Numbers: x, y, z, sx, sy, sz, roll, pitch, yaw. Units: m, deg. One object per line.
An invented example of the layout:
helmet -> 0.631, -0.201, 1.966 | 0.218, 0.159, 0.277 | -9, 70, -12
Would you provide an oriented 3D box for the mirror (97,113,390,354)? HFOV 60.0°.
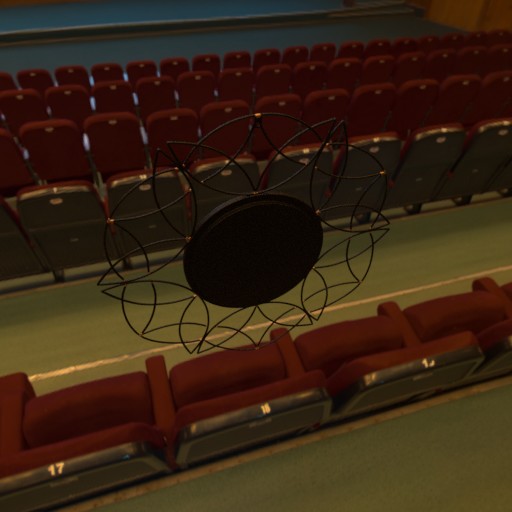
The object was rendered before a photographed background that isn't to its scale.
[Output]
mirror -> 0.000, 0.000, 1.157 | 0.797, 0.775, 0.028 | -12, 43, -13
